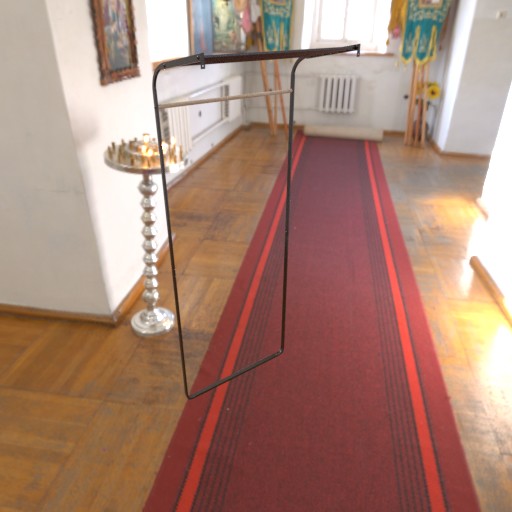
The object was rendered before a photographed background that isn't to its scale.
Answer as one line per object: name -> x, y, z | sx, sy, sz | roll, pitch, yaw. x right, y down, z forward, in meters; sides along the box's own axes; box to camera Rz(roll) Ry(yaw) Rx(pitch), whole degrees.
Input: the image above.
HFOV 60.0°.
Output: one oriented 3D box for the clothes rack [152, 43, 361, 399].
clothes rack -> 0.000, 0.000, 1.823 | 0.609, 1.574, 0.349 | -19, 34, -30
